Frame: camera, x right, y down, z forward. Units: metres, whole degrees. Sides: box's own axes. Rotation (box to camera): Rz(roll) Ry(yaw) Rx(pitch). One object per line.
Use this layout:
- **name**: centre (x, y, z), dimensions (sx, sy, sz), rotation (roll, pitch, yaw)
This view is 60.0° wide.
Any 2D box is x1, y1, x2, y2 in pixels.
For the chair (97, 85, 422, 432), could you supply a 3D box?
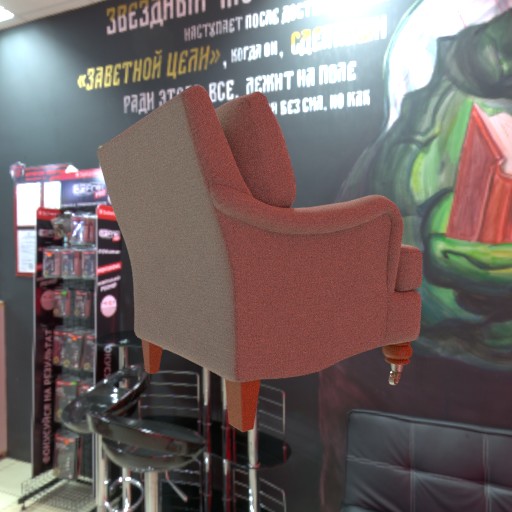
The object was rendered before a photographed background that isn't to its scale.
- **chair**: centre (0.000, 0.000, 1.847), dimensions (1.070, 1.038, 0.955), rotation (-1, 1, -34)
